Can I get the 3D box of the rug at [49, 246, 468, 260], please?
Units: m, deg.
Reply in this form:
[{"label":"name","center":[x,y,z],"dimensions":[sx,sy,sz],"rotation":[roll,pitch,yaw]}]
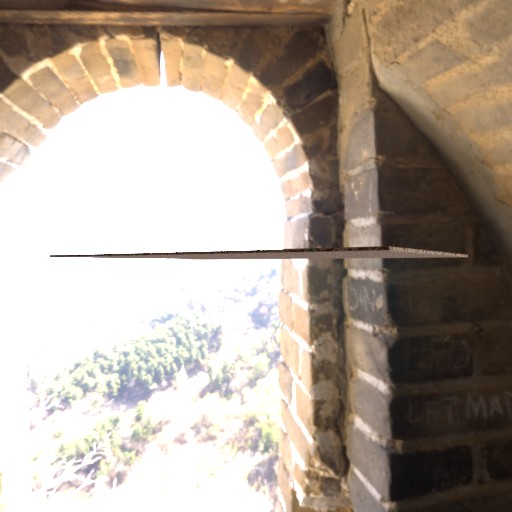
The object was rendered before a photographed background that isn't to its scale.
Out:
[{"label":"rug","center":[0.000,0.000,2.918],"dimensions":[2.297,0.018,1.541],"rotation":[-1,-2,35]}]
